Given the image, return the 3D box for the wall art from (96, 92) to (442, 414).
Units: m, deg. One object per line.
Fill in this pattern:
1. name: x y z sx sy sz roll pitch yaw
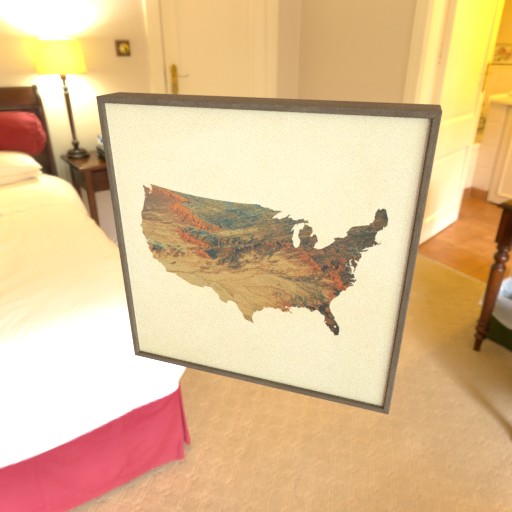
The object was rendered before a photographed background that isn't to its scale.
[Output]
1. wall art: 0.000 0.000 0.452 0.303 0.302 0.038 8 27 17
